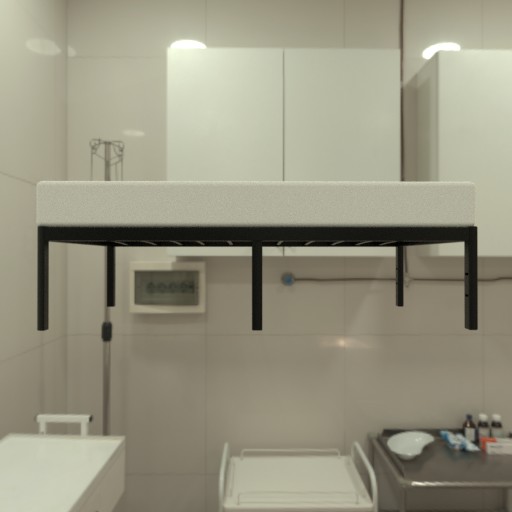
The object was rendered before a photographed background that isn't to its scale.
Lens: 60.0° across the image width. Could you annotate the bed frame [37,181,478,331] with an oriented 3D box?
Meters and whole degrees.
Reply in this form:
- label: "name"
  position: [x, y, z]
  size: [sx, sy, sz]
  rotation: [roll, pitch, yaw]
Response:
- label: "bed frame"
  position: [0.000, 0.000, 2.445]
  size: [1.950, 0.659, 1.023]
  rotation: [0, 0, -1]
